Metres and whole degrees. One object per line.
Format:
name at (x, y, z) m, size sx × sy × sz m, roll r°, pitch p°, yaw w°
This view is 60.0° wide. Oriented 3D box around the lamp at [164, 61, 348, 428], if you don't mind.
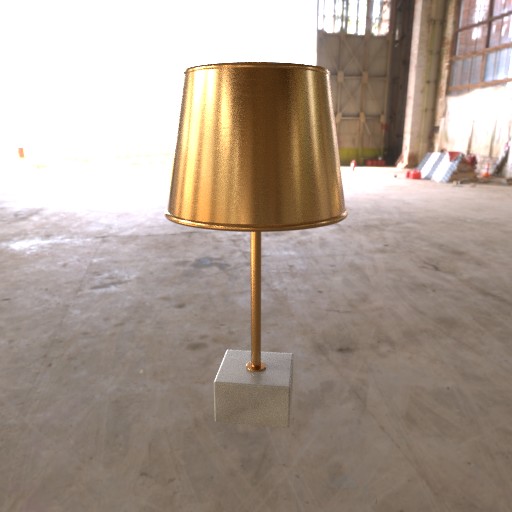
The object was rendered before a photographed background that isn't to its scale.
lamp at (0.000, 0.000, 0.527) m, size 0.208 × 0.406 × 0.208 m, roll 0°, pitch 16°, yaw 0°
